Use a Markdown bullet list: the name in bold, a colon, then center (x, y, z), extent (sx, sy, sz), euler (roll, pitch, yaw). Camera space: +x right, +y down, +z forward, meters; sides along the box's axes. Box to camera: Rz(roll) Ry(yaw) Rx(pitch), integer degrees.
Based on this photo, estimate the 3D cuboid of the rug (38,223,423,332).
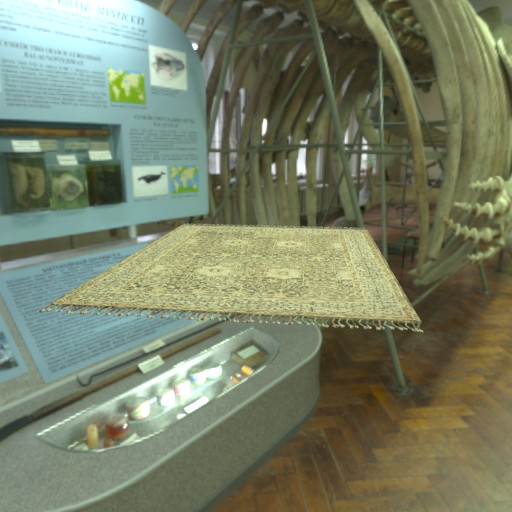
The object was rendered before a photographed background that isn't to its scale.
- **rug**: center (0.000, 0.000, 4.291), extent (2.431, 0.017, 3.291), euler (2, 14, 7)
